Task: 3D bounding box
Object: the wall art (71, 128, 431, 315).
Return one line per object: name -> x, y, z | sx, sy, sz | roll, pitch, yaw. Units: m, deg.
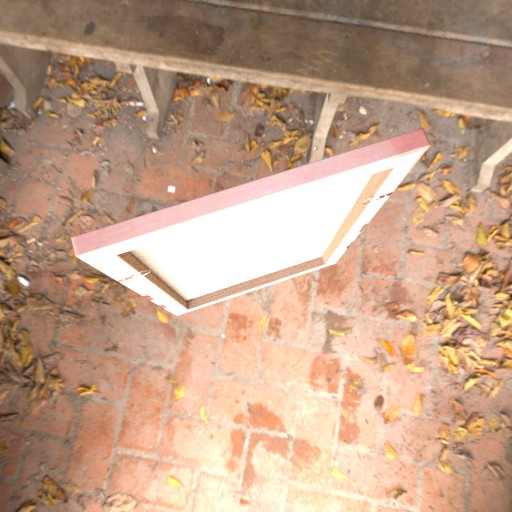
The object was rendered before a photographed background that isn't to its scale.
wall art -> 0.000, 0.000, 1.170 | 0.610, 0.914, 0.038 | -18, 77, -4
